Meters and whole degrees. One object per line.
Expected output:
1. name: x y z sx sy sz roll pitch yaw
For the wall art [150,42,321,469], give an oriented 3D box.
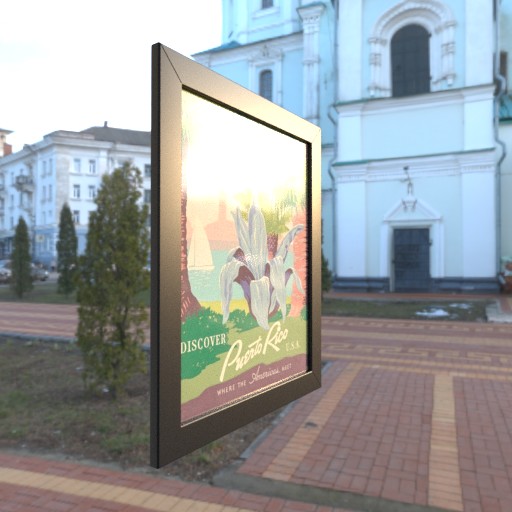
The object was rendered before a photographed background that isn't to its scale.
1. wall art: 0.000 0.000 0.802 0.018 0.582 0.481 -1 -1 35
